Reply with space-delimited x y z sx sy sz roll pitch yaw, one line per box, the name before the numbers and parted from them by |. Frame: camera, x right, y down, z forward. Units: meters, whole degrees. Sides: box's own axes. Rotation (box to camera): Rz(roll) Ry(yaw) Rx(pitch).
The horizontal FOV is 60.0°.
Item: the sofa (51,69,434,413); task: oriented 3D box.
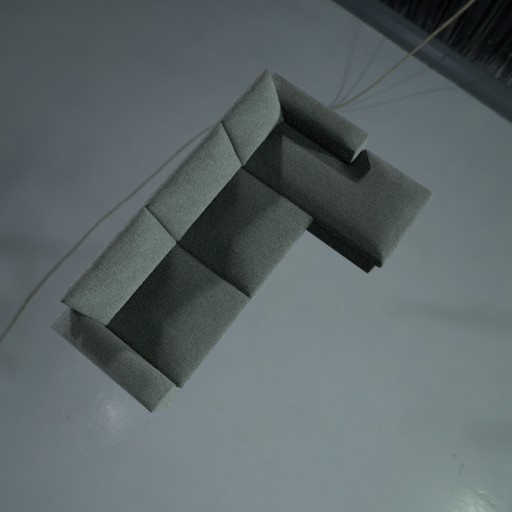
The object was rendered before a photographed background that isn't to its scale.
sofa | 0.000 0.000 3.478 1.689 0.940 2.718 37 78 9
